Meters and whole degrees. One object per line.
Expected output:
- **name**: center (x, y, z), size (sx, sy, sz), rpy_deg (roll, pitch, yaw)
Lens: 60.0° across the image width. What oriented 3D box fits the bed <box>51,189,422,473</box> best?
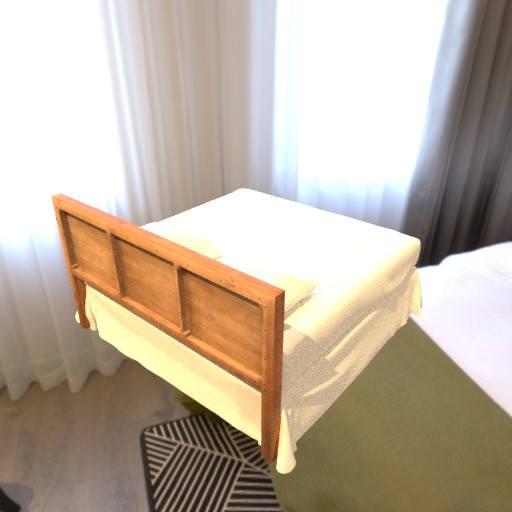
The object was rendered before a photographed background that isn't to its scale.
- **bed**: center (0.000, 0.000, 3.554), size (2.255, 1.158, 2.165), rpy_deg (22, 35, 34)
